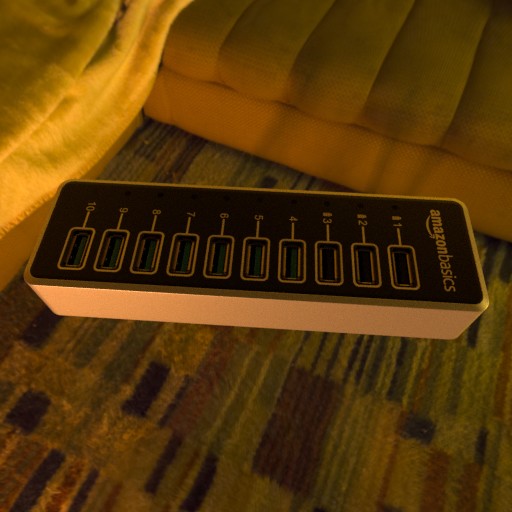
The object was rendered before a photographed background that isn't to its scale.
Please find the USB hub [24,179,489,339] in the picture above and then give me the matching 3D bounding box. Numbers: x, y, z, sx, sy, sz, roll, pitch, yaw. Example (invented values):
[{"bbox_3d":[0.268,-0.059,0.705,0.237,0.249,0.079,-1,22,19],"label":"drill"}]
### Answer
[{"bbox_3d":[0.000,0.000,0.156,0.145,0.023,0.044,3,58,2],"label":"USB hub"}]
